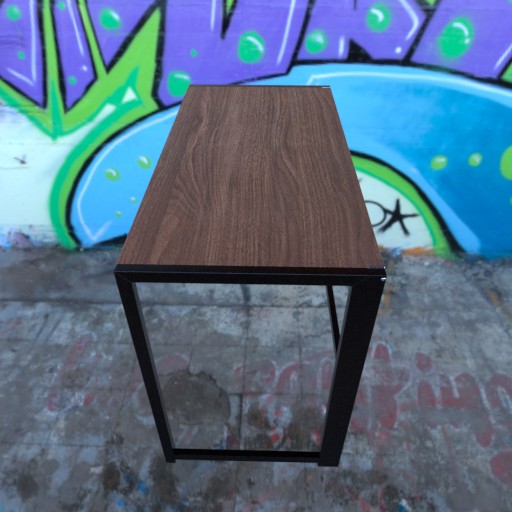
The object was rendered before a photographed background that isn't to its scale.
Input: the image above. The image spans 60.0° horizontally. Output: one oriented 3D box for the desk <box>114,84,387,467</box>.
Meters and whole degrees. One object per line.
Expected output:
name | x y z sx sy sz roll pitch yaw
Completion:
desk | 0.000 0.000 1.451 0.508 0.762 1.016 1 40 1
